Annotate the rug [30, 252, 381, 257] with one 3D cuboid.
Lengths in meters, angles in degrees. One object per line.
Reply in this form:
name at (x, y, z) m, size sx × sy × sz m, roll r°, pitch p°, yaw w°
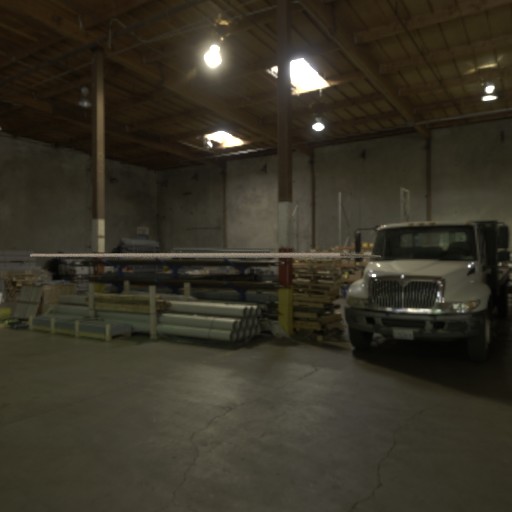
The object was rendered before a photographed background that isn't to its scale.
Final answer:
rug at (0.000, 0.000, 2.136) m, size 1.066 × 0.011 × 1.677 m, roll 0°, pitch 0°, yaw 19°
